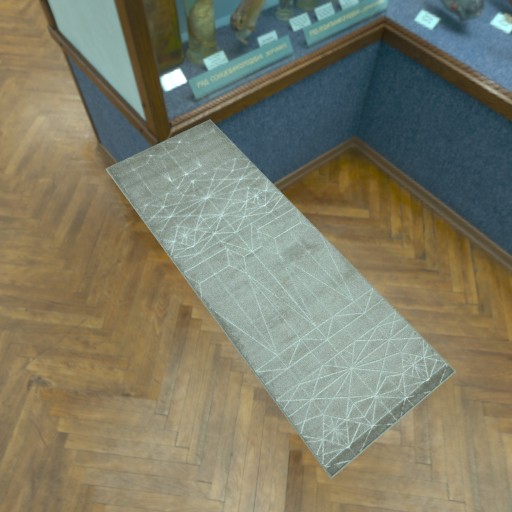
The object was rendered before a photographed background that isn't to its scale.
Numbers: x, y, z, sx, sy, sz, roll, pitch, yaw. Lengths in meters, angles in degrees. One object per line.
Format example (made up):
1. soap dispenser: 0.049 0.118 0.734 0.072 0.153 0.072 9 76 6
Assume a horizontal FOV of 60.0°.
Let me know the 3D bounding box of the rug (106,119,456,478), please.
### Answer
1. rug: 0.000 0.000 2.705 0.864 0.012 2.388 -31 63 -18
